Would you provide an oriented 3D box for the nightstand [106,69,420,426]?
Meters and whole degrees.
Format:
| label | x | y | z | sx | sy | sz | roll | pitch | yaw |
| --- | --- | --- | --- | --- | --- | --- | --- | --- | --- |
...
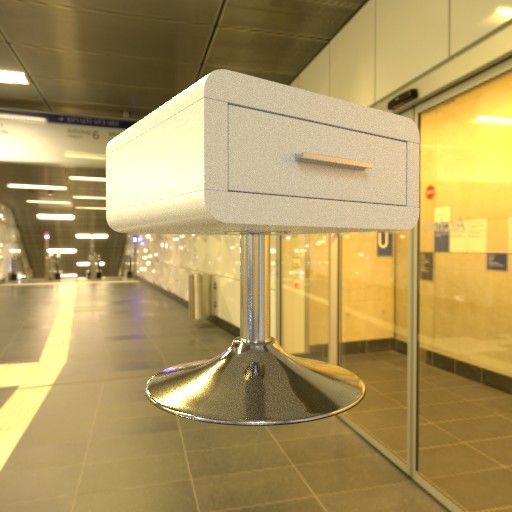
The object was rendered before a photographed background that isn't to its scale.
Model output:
| label | x | y | z | sx | sy | sz | roll | pitch | yaw |
| --- | --- | --- | --- | --- | --- | --- | --- | --- | --- |
| nightstand | 0.000 | 0.000 | 0.772 | 0.399 | 0.447 | 0.404 | -1 | 1 | -35 |
